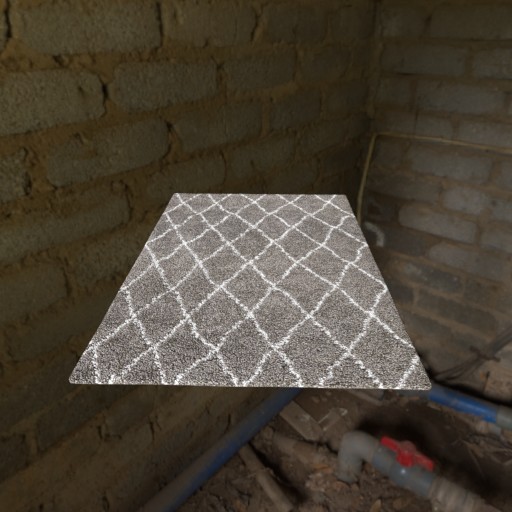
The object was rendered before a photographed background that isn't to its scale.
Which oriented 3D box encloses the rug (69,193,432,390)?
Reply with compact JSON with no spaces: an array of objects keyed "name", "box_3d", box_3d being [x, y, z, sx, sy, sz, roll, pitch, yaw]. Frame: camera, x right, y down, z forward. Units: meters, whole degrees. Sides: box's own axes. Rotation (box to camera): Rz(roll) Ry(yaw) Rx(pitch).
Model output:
[{"name":"rug","box_3d":[0.000,0.000,3.372,1.778,0.030,2.743,1,27,1]}]
